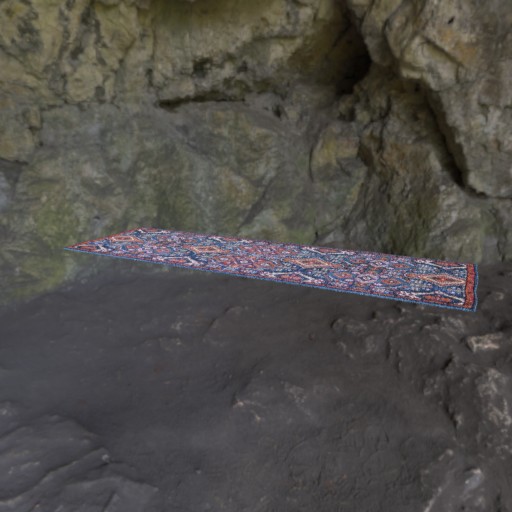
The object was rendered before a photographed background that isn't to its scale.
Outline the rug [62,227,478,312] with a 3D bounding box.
[{"bbox_3d":[0.000,0.000,2.728,2.459,0.010,0.801,7,17,25],"label":"rug"}]
